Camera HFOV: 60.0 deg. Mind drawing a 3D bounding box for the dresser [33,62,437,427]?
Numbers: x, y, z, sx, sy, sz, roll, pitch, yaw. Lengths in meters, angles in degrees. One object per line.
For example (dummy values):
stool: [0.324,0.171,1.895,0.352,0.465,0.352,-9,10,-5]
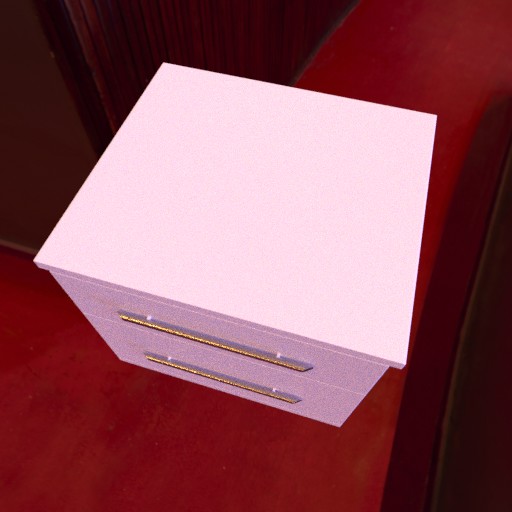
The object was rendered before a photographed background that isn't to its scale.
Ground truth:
dresser: [0.000,0.000,0.730,0.430,0.360,0.400,14,59,9]
